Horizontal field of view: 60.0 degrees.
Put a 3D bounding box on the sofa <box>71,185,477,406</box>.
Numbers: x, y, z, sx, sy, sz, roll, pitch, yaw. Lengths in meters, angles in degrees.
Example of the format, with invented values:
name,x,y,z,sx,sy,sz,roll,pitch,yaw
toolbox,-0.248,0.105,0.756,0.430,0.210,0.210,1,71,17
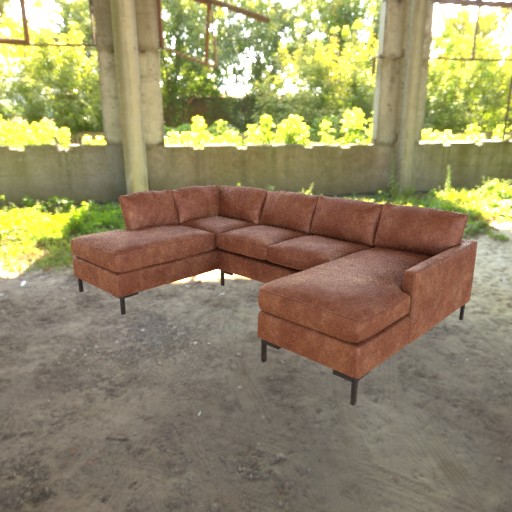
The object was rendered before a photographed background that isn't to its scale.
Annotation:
name,x,y,z,sx,sy,sz,roll,pitch,yaw
sofa,0.000,0.000,3.795,2.956,0.900,1.939,14,21,42
